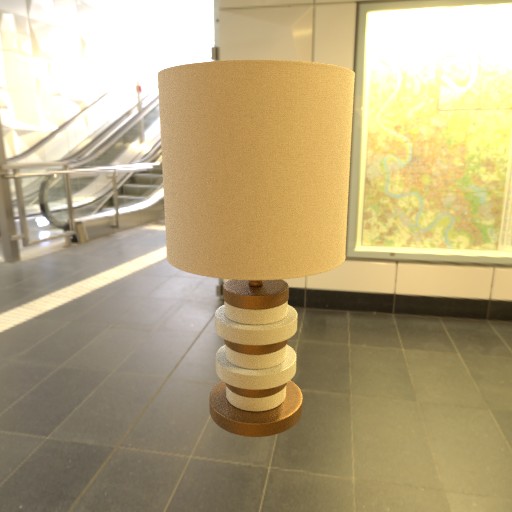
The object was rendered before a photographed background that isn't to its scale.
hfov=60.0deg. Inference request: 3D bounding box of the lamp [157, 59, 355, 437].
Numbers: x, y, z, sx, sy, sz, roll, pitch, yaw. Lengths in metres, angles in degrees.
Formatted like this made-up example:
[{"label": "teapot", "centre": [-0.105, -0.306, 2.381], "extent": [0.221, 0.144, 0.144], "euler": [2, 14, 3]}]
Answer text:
[{"label": "lamp", "centre": [0.000, 0.000, 0.530], "extent": [0.210, 0.410, 0.210], "euler": [-2, 15, -9]}]
